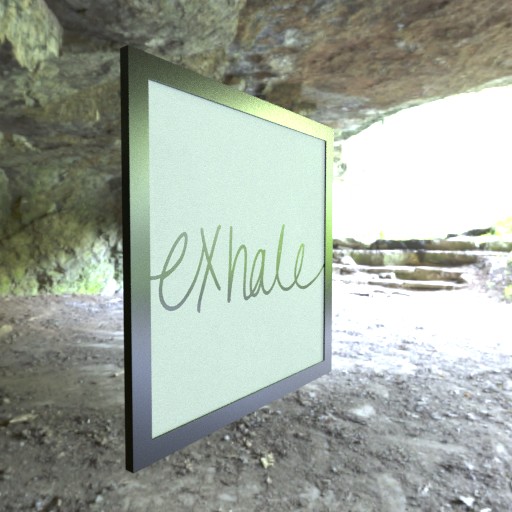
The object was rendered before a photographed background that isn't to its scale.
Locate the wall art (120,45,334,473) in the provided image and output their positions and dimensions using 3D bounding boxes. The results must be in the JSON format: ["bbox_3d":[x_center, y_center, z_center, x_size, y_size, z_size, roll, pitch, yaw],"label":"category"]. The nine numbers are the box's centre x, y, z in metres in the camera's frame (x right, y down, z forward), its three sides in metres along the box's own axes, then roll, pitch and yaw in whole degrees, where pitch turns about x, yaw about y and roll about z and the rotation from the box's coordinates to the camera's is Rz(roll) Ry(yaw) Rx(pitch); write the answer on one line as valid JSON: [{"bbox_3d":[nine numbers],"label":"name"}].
[{"bbox_3d":[0.000,0.000,0.640,0.014,0.445,0.446,2,3,37],"label":"wall art"}]
